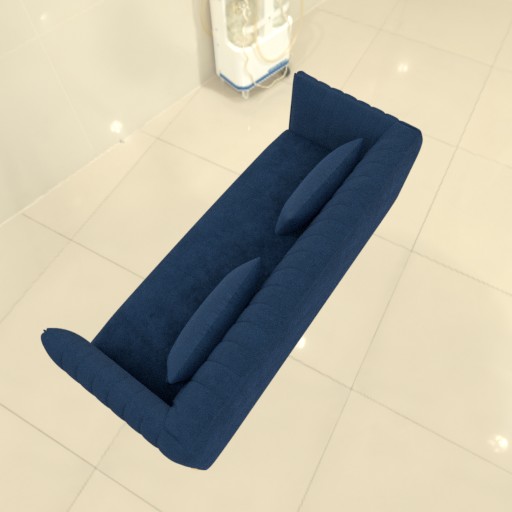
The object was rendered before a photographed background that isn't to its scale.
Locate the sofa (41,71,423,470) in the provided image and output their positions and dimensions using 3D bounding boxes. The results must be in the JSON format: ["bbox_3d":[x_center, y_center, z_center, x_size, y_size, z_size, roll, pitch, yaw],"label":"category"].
[{"bbox_3d":[0.000,0.000,2.501,0.896,0.793,2.136,32,67,16],"label":"sofa"}]
